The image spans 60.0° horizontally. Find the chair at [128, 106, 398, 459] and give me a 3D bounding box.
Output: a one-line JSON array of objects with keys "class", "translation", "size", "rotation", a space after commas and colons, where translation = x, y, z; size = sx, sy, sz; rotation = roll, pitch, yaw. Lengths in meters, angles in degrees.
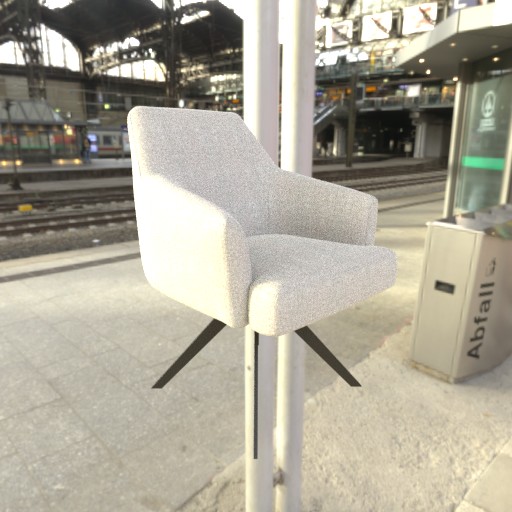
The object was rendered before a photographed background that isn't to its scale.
[{"class": "chair", "translation": [0.000, 0.000, 1.336], "size": [0.677, 0.874, 0.642], "rotation": [14, 19, 43]}]
